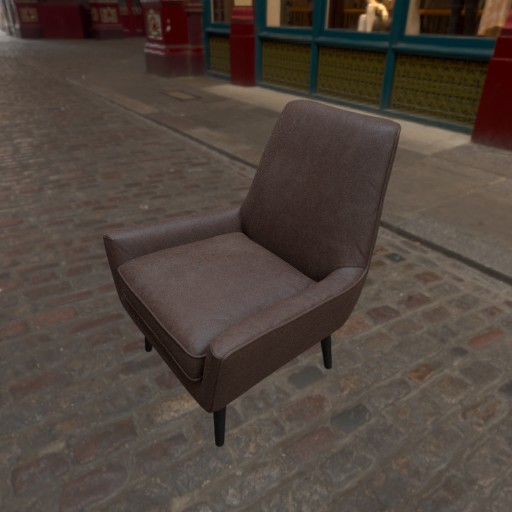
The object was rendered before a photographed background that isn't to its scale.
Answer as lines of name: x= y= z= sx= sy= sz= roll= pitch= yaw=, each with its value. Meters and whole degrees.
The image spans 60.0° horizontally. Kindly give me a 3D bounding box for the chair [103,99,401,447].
chair: x=0.000 y=0.000 z=1.511 sx=0.824 sy=0.888 sz=0.787 roll=-20 pitch=36 yaw=-31
